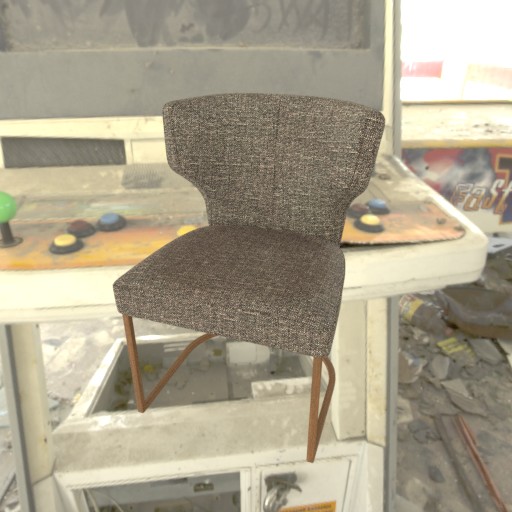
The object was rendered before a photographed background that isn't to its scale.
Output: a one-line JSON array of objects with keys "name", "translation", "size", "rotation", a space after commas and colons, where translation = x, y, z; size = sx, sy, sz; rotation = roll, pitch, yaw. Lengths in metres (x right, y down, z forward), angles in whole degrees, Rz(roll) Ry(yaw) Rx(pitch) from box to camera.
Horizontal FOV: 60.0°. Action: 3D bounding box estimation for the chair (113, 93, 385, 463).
[{"name": "chair", "translation": [0.000, 0.000, 1.270], "size": [0.611, 0.824, 0.617], "rotation": [9, 28, 17]}]
